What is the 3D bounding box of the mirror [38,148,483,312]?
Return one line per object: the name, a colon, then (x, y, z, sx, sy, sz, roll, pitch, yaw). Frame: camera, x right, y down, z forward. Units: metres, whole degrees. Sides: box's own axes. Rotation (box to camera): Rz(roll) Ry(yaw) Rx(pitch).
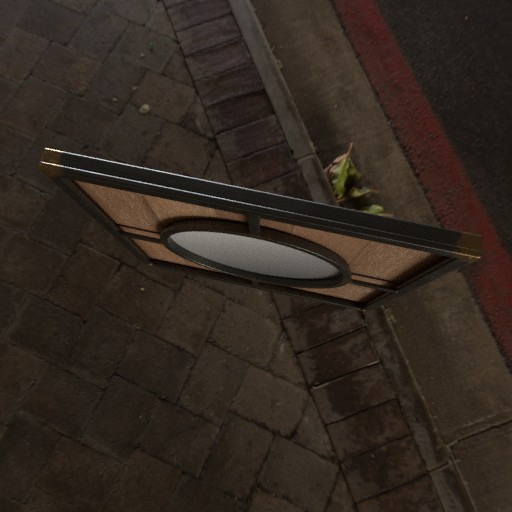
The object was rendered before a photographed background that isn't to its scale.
mirror: (0.000, 0.000, 0.559, 0.382, 0.381, 0.020, 12, 76, 3)
